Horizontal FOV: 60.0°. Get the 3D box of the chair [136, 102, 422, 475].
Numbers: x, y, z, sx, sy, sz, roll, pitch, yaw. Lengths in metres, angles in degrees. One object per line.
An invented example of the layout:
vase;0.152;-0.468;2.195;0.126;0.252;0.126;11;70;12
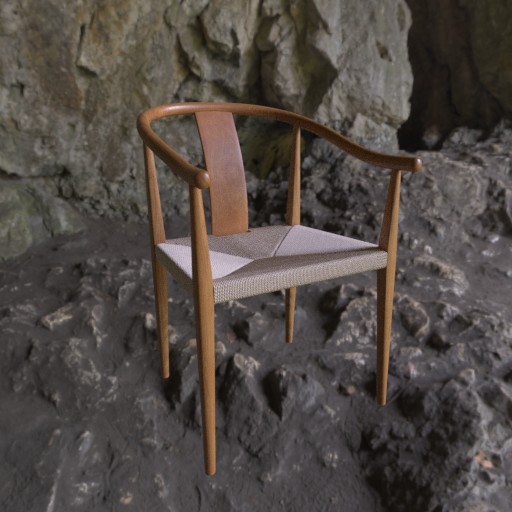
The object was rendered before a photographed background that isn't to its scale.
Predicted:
chair;0.000;0.000;1.200;0.556;0.800;0.579;-9;20;-28
